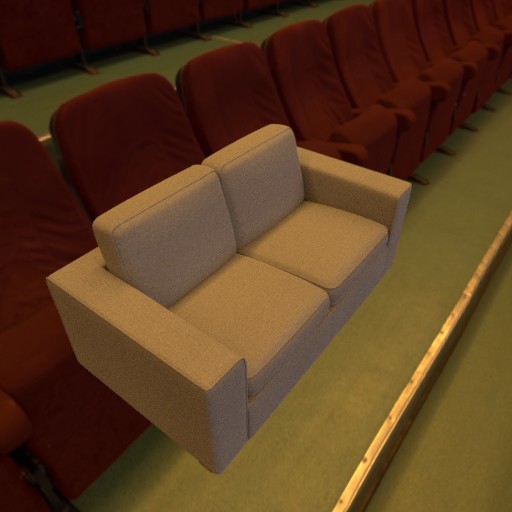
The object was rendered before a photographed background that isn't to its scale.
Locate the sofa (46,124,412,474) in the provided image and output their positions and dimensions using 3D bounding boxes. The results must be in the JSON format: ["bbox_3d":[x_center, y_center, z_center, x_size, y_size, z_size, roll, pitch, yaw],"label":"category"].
[{"bbox_3d":[0.000,0.000,2.438,1.007,0.924,1.812,26,46,28],"label":"sofa"}]
